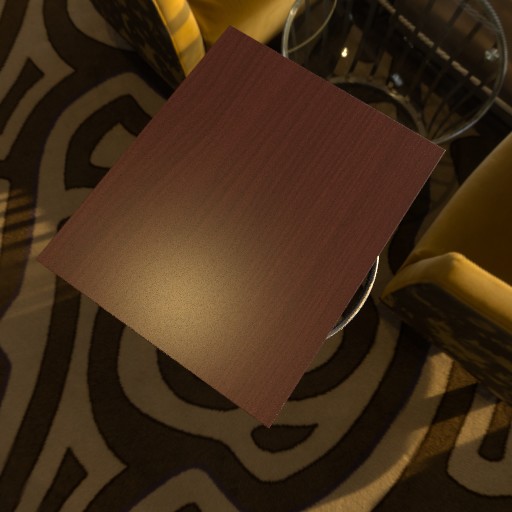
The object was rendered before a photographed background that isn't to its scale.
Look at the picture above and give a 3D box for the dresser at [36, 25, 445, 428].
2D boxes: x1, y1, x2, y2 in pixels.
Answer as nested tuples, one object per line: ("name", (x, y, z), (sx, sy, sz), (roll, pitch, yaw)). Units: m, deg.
("dresser", (0.000, 0.000, 0.768), (0.360, 0.470, 0.400), (34, 78, 8))
